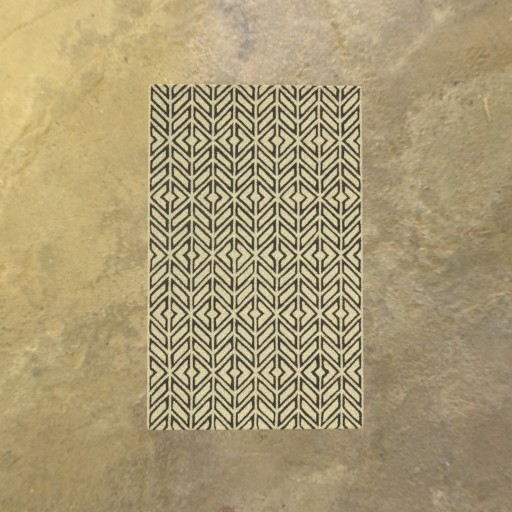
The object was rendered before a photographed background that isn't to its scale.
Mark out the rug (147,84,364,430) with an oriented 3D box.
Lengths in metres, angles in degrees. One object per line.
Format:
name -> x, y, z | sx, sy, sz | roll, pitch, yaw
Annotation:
rug -> 0.000, 0.000, 3.140 | 1.523, 0.008, 2.438 | 0, 89, -1
